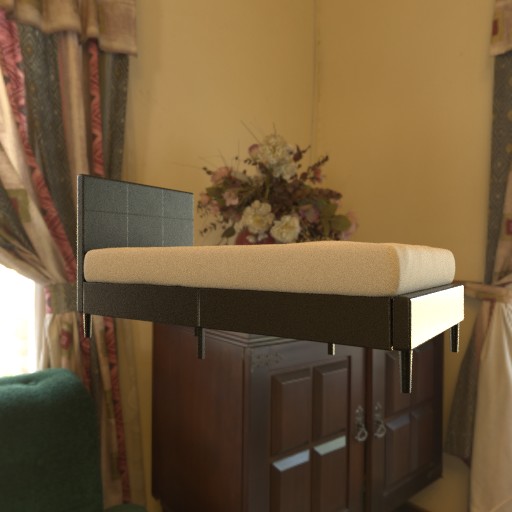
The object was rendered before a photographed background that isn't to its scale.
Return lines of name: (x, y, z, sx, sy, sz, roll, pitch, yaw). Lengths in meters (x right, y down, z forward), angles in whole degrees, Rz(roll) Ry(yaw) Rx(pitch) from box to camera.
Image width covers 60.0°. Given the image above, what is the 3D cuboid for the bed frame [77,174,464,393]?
bed frame: (0.000, 0.000, 2.506, 2.152, 1.046, 1.038, 0, 0, 35)
